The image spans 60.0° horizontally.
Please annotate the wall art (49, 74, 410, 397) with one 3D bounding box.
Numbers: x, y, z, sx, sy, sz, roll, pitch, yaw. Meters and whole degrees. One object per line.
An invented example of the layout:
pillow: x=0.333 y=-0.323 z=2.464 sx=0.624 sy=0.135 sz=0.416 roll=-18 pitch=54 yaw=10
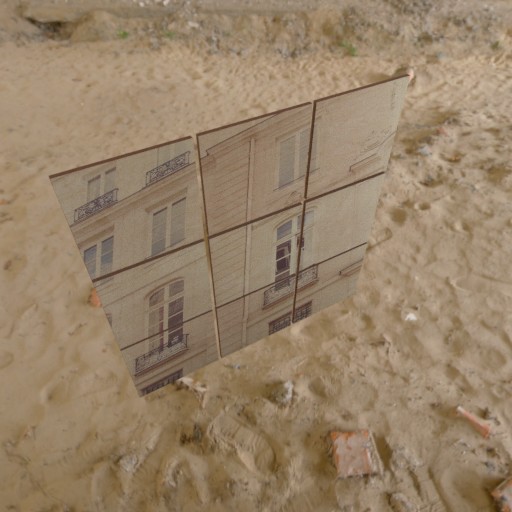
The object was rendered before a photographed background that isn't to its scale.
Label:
wall art: x=0.000 y=0.000 z=1.786 sx=1.221 sy=1.218 sz=0.024 roll=-22 pitch=50 yaw=-20
